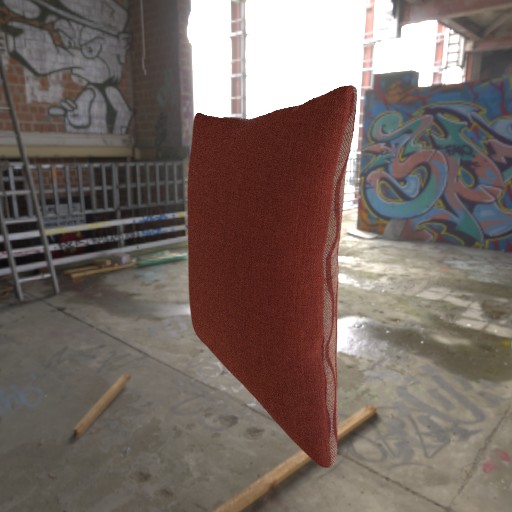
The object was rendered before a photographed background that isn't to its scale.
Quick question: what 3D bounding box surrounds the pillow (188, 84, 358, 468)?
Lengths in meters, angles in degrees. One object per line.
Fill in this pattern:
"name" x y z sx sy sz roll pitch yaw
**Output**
"pillow" 0.000 0.000 0.655 0.159 0.434 0.429 -7 15 -27
